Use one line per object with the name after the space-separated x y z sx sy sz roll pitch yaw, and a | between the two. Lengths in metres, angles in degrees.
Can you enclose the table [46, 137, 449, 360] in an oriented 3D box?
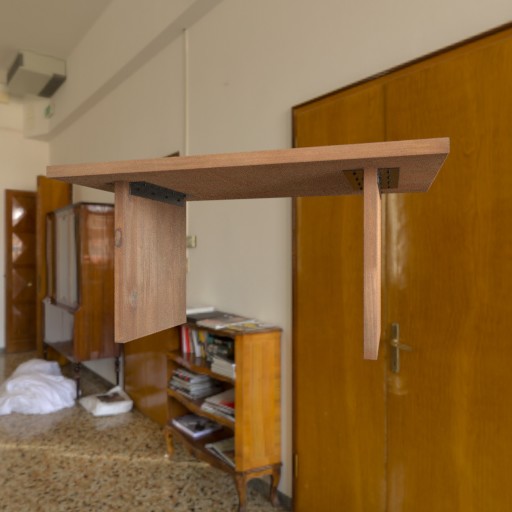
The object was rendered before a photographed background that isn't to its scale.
0.000 0.000 2.136 1.609 0.780 0.946 0 0 17 | table
